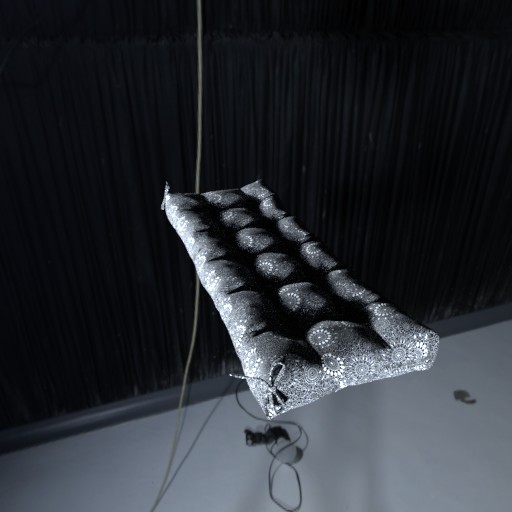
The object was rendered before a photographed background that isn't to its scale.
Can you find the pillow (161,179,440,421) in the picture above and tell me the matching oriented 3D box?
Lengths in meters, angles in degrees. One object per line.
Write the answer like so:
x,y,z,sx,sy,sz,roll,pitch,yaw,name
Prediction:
0.000,0.000,1.417,0.511,0.174,1.194,-11,31,-18,pillow
